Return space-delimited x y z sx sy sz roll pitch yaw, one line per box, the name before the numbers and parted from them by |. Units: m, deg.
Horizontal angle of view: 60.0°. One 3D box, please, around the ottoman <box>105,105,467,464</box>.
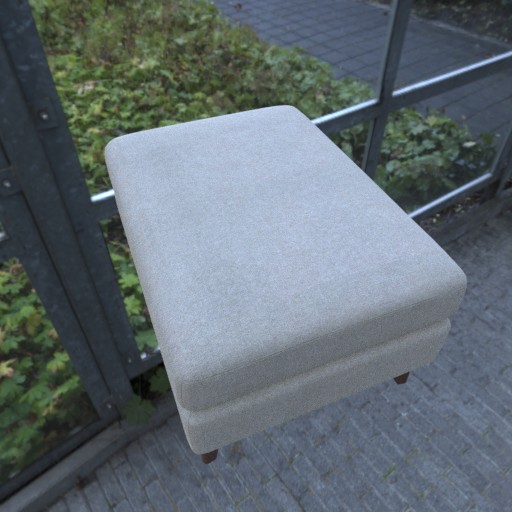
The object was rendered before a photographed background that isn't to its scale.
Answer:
ottoman | 0.000 0.000 1.182 0.610 0.478 0.823 -16 47 -16
